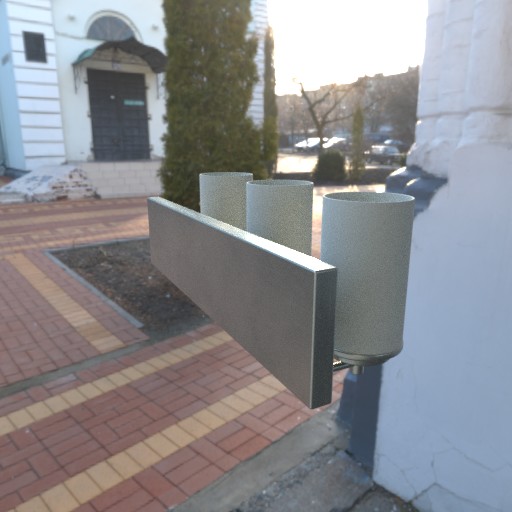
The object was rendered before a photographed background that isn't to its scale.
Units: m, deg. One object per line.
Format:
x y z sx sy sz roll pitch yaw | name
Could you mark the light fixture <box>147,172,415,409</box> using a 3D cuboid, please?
0.000 0.000 0.532 0.145 0.172 0.451 -7 16 -26 | light fixture
